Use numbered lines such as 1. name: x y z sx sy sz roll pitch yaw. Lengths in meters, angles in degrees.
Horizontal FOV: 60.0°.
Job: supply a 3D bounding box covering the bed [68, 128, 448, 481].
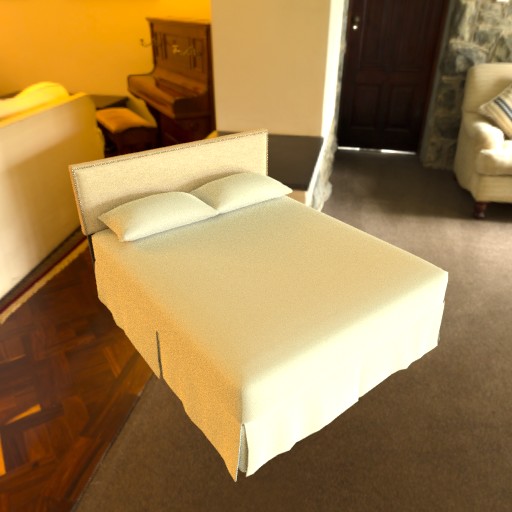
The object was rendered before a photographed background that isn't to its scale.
1. bed: 0.000 0.000 2.824 1.616 1.016 1.876 -21 36 -32
